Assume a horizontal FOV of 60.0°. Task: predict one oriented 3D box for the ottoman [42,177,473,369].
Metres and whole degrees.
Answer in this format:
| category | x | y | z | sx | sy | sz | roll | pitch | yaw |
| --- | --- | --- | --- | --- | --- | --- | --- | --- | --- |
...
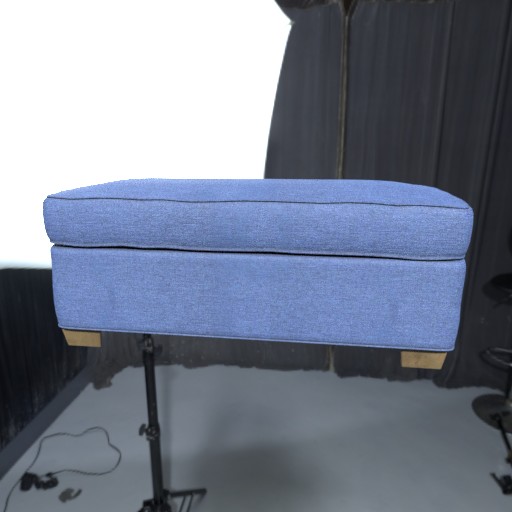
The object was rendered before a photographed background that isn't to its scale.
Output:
| category | x | y | z | sx | sy | sz | roll | pitch | yaw |
| --- | --- | --- | --- | --- | --- | --- | --- | --- | --- |
| ottoman | 0.000 | 0.000 | 1.375 | 1.110 | 0.460 | 0.515 | 2 | 15 | 8 |
